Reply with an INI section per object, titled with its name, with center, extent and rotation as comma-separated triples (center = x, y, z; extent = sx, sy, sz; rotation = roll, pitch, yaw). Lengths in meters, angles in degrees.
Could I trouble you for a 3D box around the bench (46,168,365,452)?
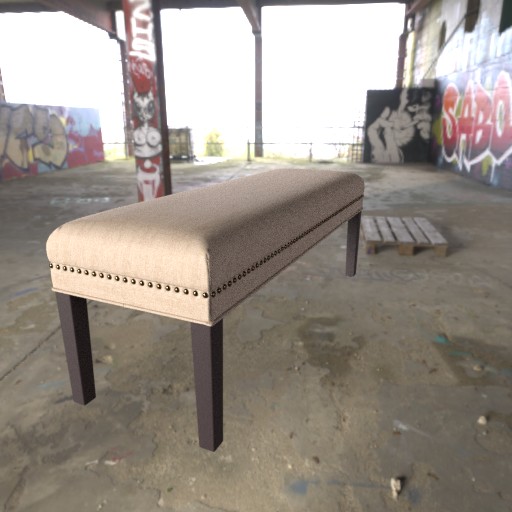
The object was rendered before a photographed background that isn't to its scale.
[bench]
center = 0.000, 0.000, 1.423
extent = 0.410, 0.457, 1.219
rotation = 8, 19, 24
